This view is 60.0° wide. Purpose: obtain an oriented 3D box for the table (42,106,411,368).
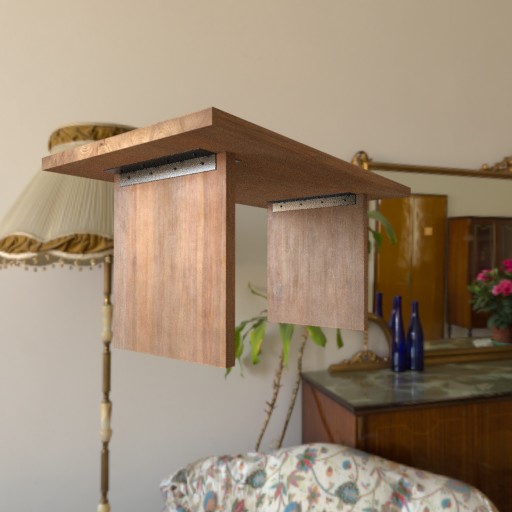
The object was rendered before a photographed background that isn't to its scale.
[{"bbox_3d":[0.000,0.000,2.130,0.946,0.780,1.609,-1,-2,38],"label":"table"}]
